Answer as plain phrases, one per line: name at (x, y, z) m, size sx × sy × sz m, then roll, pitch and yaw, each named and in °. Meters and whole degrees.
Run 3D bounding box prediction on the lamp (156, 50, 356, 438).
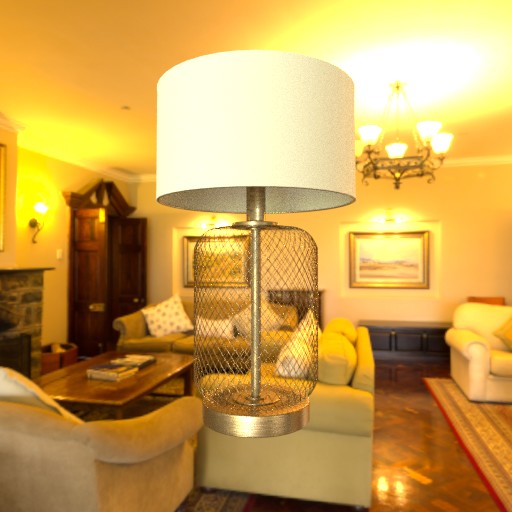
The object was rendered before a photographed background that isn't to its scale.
lamp at (0.000, 0.000, 0.799) m, size 0.353 × 0.578 × 0.353 m, roll 0°, pitch -1°, yaw 0°
